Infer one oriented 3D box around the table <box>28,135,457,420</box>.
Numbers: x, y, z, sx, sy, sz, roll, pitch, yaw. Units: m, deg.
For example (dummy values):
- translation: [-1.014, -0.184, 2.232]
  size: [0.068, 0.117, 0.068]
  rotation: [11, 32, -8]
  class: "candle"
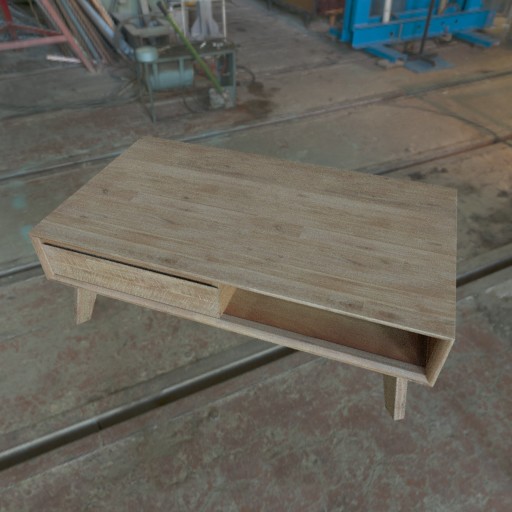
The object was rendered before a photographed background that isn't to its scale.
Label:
- translation: [0.000, 0.000, 2.066]
  size: [1.619, 0.531, 0.918]
  rotation: [13, 43, 14]
  class: "table"
